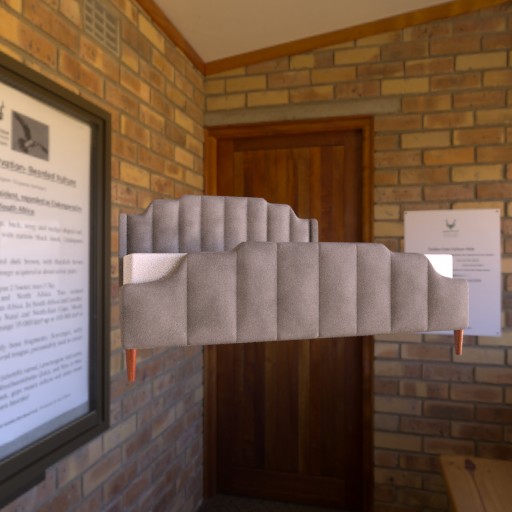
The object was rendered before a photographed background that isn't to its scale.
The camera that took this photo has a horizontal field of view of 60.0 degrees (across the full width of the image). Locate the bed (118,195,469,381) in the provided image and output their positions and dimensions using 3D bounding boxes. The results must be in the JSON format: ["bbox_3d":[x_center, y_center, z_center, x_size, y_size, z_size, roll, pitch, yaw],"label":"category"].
[{"bbox_3d":[0.000,0.000,3.522,2.074,1.245,2.340,0,0,-18],"label":"bed"}]
